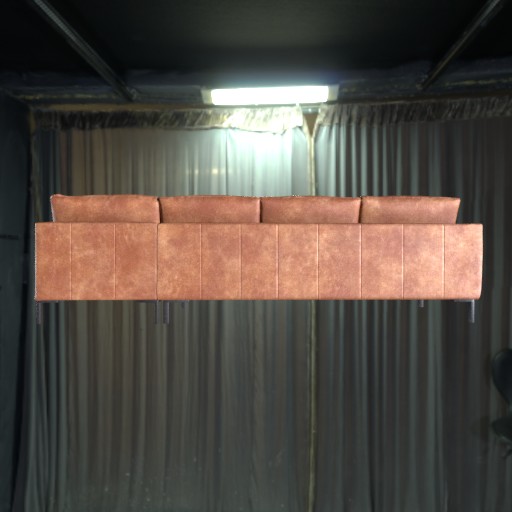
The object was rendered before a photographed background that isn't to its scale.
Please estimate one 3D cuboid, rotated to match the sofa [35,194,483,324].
[{"bbox_3d":[0.000,0.000,3.854,2.984,0.877,1.938,0,0,-1],"label":"sofa"}]
